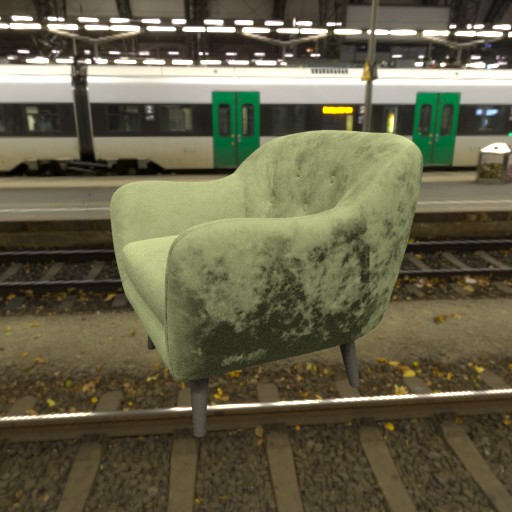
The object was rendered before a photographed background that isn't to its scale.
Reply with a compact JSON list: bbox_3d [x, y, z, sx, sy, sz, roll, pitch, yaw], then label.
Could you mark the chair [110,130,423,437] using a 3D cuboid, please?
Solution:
[{"bbox_3d":[0.000,0.000,1.486,0.819,0.804,0.840,-8,18,-25],"label":"chair"}]
